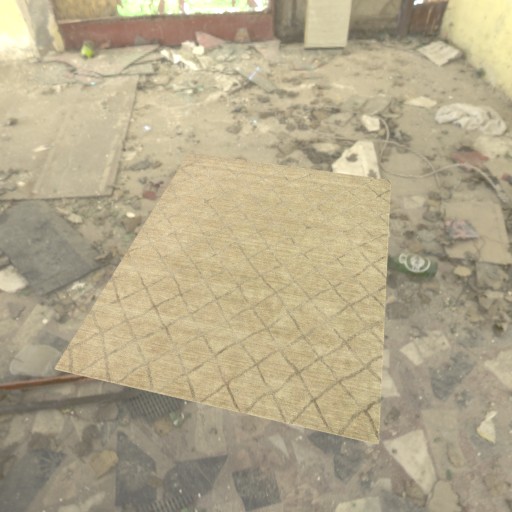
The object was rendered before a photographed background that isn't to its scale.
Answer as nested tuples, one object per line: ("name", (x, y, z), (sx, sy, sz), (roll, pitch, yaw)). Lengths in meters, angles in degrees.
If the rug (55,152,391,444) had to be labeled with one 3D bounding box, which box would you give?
("rug", (0.000, 0.000, 4.197), (2.420, 0.019, 3.038), (10, 47, 9))
